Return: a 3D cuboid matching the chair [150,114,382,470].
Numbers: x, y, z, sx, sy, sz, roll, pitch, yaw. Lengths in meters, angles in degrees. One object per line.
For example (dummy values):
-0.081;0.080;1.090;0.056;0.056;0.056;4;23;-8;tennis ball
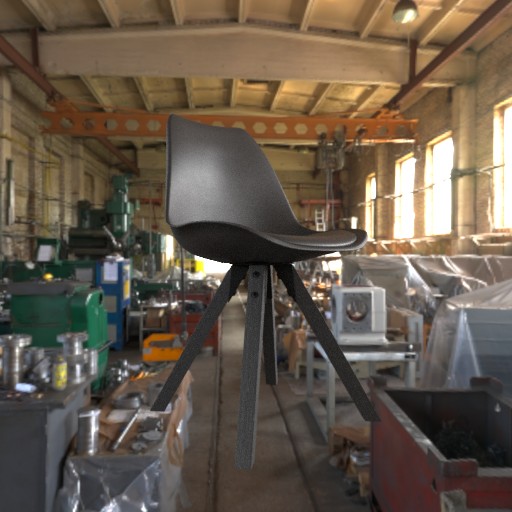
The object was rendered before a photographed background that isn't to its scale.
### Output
0.000;0.000;1.200;0.485;0.850;0.550;0;0;-37;chair
